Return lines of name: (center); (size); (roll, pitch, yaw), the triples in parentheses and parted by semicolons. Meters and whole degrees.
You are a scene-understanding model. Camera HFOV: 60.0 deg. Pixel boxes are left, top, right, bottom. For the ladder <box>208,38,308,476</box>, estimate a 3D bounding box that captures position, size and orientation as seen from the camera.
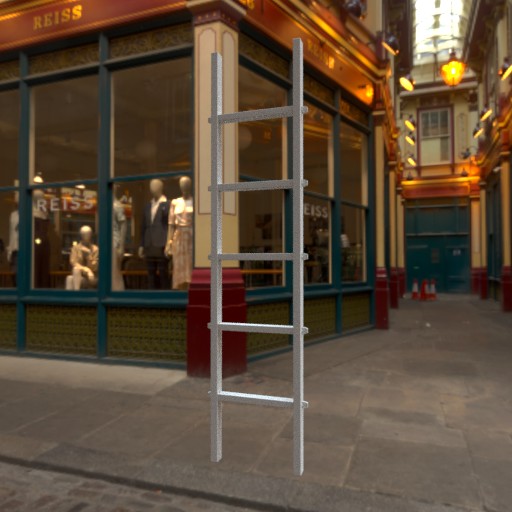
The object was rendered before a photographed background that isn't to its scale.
ladder: (0.000, 0.000, 1.906); (0.452, 1.797, 0.051); (0, -1, 19)
